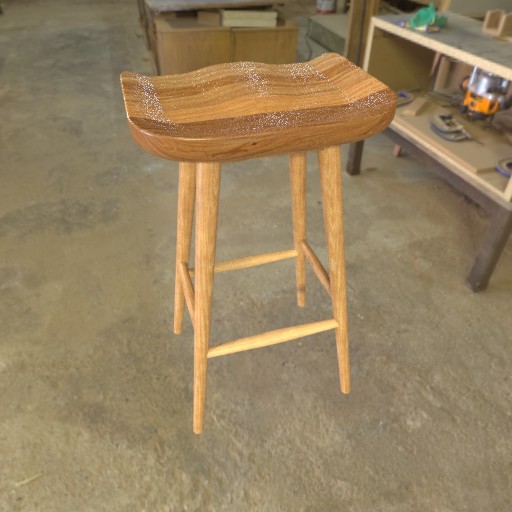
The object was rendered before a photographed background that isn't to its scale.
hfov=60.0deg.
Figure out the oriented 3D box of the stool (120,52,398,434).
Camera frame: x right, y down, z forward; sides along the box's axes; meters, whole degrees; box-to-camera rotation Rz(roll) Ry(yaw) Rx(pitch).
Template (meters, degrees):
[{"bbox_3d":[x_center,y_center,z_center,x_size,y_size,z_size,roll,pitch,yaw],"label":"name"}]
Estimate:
[{"bbox_3d":[0.000,0.000,0.926,0.407,0.698,0.322,-11,41,-13],"label":"stool"}]
